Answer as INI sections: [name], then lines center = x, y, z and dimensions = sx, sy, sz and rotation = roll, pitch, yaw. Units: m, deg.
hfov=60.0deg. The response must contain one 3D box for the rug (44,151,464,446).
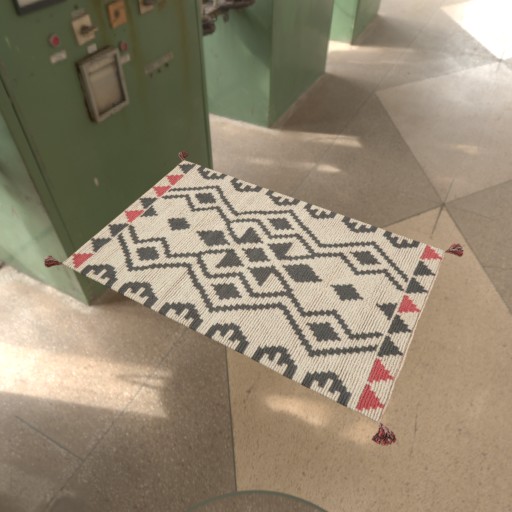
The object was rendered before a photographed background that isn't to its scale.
[rug]
center = 0.000, 0.000, 3.294
dimensions = 2.672, 0.066, 1.741
rotation = 22, 50, 20
